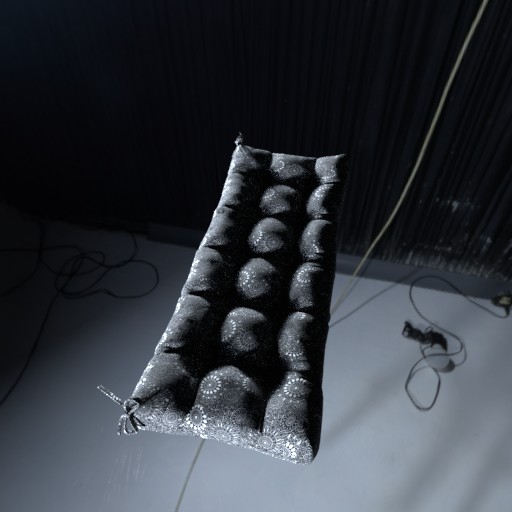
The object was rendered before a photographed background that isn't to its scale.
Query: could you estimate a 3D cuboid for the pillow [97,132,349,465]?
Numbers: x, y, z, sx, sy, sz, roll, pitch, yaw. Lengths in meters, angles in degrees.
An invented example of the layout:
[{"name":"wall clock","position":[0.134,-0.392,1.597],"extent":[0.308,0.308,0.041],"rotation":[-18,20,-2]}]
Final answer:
[{"name":"pillow","position":[0.000,0.000,1.368],"extent":[0.511,0.174,1.194],"rotation":[9,47,8]}]
